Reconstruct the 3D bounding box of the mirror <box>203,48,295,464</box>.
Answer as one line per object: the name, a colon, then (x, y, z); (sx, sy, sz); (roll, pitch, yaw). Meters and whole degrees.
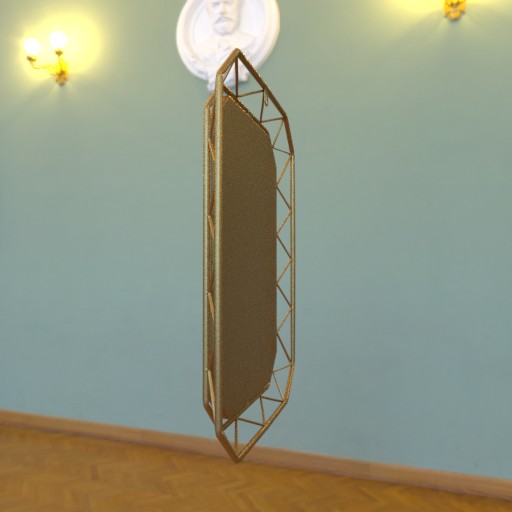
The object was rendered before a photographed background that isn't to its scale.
mirror: (0.000, 0.000, 0.733); (0.042, 0.566, 0.417); (0, -2, 18)
